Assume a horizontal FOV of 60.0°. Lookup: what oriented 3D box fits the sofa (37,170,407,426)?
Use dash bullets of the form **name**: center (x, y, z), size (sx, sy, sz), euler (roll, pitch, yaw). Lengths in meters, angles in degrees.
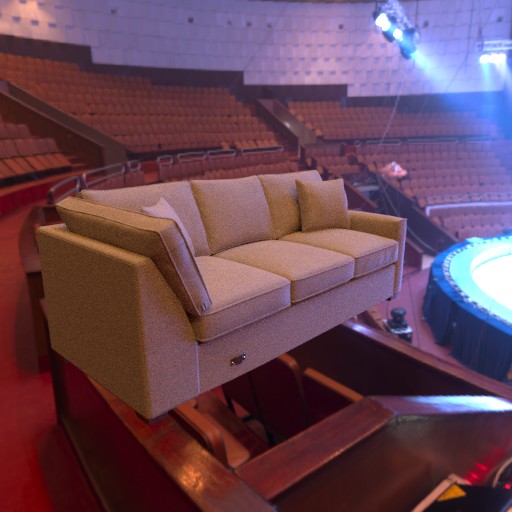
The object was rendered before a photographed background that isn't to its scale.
- **sofa**: center (0.000, 0.000, 2.881), size (1.061, 0.962, 2.317), euler (14, 21, 42)
